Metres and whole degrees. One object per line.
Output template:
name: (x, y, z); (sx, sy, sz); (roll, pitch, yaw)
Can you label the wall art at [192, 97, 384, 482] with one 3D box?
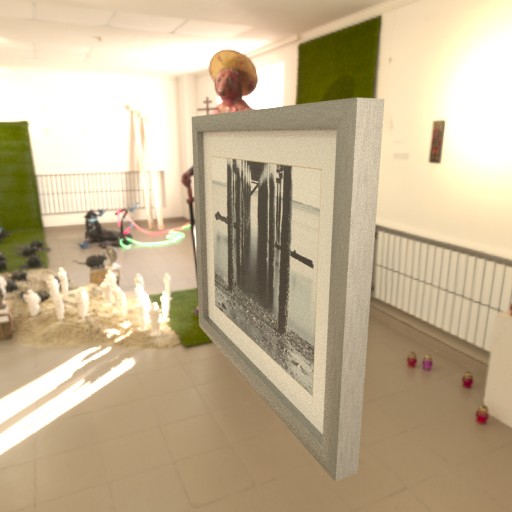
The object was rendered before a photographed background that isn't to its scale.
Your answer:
wall art: (0.000, 0.000, 0.529); (0.028, 0.330, 0.380); (-7, 17, -25)
